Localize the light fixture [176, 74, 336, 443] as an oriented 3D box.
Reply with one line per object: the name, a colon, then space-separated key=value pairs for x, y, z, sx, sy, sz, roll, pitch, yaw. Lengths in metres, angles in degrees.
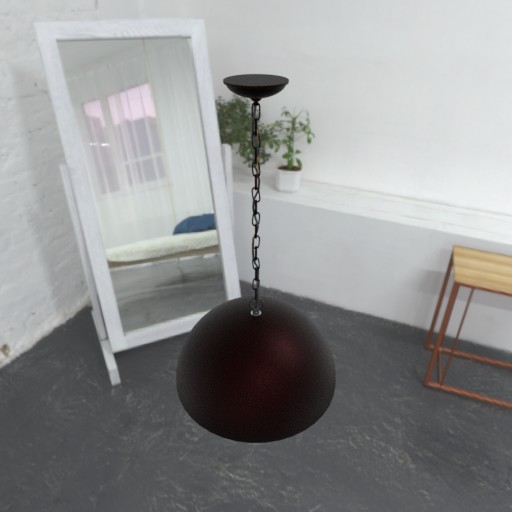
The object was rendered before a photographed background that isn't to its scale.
light fixture: x=0.000 y=0.000 z=1.159 sx=0.492 sy=0.869 sz=0.492 roll=2 pitch=31 yaw=3
